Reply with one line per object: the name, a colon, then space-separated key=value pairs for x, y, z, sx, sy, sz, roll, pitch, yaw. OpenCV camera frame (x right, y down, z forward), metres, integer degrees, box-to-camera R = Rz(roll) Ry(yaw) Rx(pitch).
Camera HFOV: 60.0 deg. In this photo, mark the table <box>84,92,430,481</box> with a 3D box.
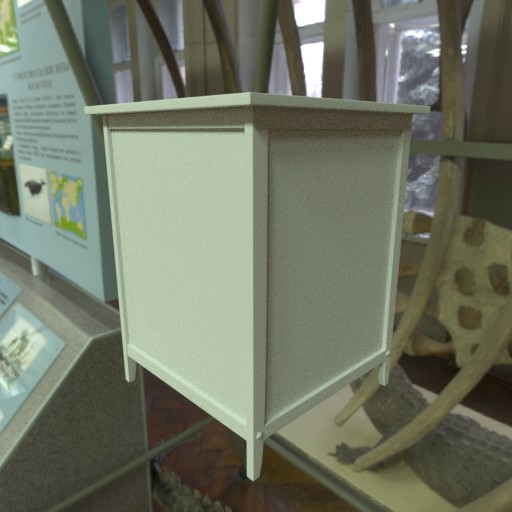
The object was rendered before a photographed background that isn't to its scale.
table: x=0.000 y=0.000 z=0.754 sx=0.381 sy=0.483 sz=0.381 roll=-15 pitch=21 yaw=-42
